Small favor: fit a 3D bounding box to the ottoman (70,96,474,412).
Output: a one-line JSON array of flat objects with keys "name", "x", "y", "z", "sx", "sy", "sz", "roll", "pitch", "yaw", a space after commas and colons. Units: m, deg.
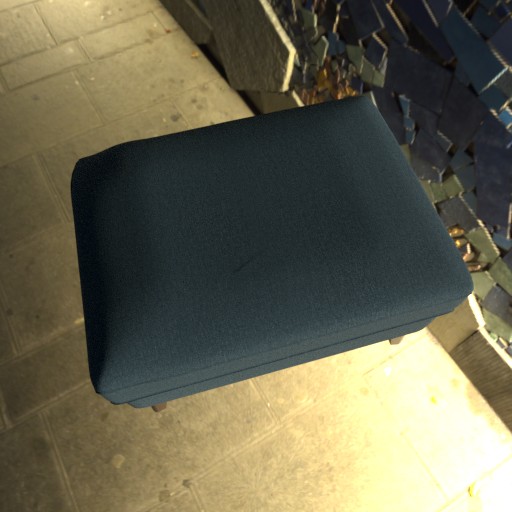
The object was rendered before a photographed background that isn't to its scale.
[{"name": "ottoman", "x": 0.000, "y": 0.000, "z": 1.215, "sx": 0.835, "sy": 0.503, "sz": 0.629, "roll": -14, "pitch": 63, "yaw": -7}]
